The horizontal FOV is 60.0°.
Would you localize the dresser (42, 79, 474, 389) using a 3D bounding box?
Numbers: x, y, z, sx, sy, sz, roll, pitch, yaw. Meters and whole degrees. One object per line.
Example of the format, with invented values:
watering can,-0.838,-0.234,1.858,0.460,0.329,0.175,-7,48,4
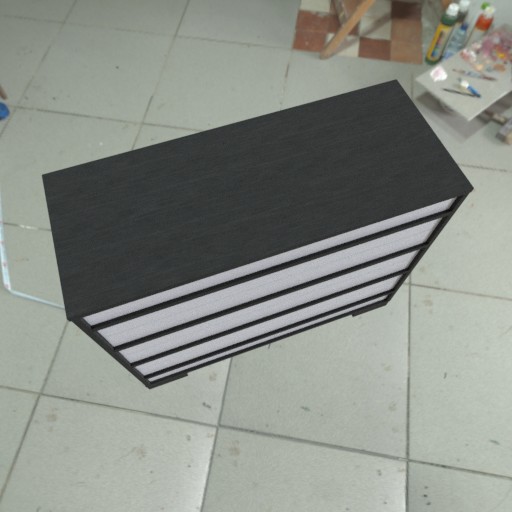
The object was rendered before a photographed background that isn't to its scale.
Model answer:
dresser,0.000,0.000,1.460,0.994,0.816,0.404,-18,64,-9
